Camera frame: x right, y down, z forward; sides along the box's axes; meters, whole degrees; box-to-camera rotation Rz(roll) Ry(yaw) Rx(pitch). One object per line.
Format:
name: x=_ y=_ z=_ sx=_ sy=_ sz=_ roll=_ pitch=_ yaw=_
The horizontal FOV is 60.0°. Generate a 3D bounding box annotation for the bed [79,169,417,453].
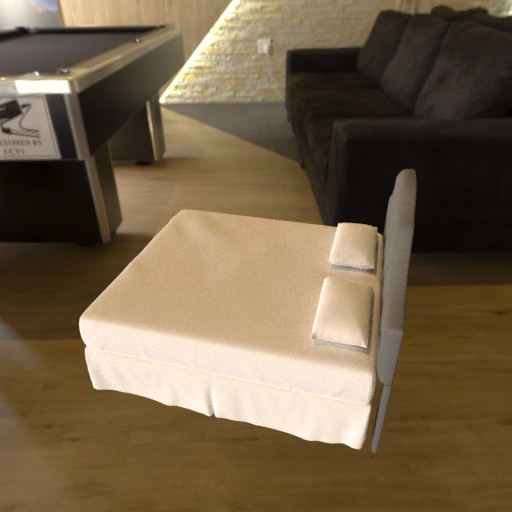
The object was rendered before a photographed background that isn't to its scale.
bed: x=0.000 y=0.000 z=3.616 sx=2.214 sy=1.615 sz=2.008 roll=8 pitch=32 yaw=13
